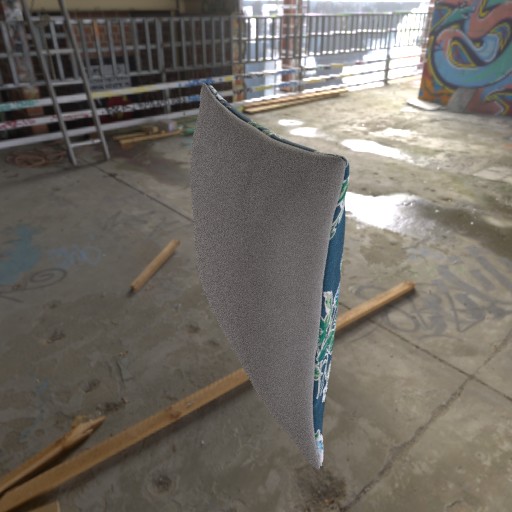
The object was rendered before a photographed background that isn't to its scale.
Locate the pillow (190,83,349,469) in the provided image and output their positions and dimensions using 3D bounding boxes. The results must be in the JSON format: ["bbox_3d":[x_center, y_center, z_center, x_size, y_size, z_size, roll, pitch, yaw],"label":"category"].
[{"bbox_3d":[0.000,0.000,0.787,0.166,0.508,0.525,-11,32,-19],"label":"pillow"}]
